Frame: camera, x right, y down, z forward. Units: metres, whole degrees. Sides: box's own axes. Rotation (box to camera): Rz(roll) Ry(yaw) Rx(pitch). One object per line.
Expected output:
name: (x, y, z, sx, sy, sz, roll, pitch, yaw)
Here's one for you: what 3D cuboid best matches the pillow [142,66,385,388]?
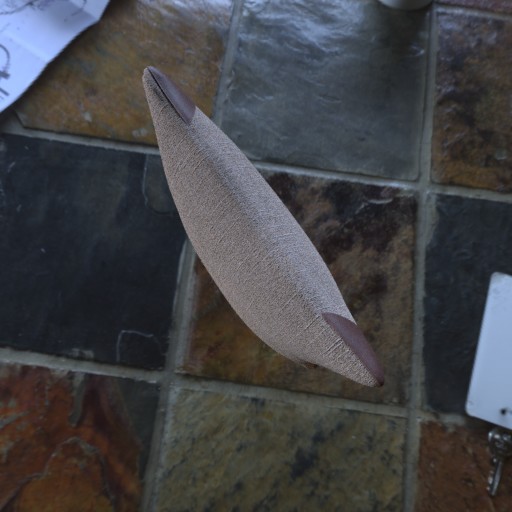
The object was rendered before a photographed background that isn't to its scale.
pillow: (0.000, 0.000, 0.681, 0.147, 0.448, 0.437, -35, 79, -8)
